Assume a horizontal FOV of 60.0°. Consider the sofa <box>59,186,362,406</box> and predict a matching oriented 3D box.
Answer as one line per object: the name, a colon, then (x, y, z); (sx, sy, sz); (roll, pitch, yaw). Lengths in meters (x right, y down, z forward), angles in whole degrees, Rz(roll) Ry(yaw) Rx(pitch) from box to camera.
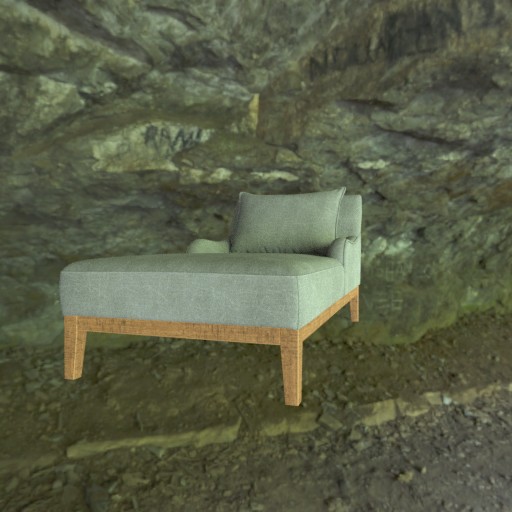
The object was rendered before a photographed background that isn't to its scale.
sofa: (0.000, 0.000, 2.253); (0.894, 0.859, 1.779); (0, 1, 19)
